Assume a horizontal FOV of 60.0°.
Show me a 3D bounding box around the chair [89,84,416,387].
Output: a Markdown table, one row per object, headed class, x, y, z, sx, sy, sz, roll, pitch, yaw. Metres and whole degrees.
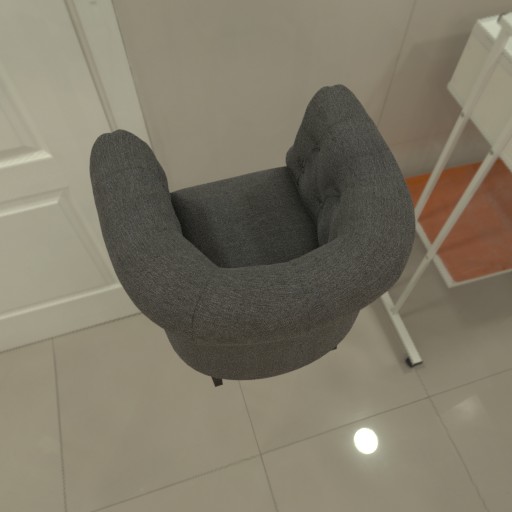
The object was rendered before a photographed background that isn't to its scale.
| class | x | y | z | sx | sy | sz | roll | pitch | yaw |
| --- | --- | --- | --- | --- | --- | --- | --- | --- | --- |
| chair | 0.000 | 0.000 | 1.566 | 0.905 | 0.827 | 0.852 | -15 | 59 | -9 |
